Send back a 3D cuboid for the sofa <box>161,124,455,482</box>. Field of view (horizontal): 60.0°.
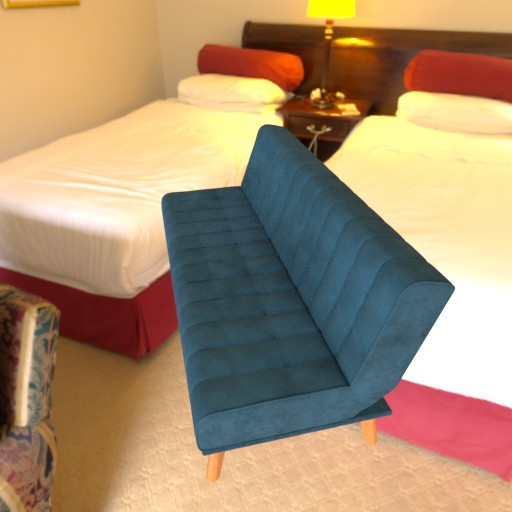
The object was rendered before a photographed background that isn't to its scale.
[{"bbox_3d":[0.000,0.000,2.240,0.855,0.813,1.804,-7,33,-12],"label":"sofa"}]
